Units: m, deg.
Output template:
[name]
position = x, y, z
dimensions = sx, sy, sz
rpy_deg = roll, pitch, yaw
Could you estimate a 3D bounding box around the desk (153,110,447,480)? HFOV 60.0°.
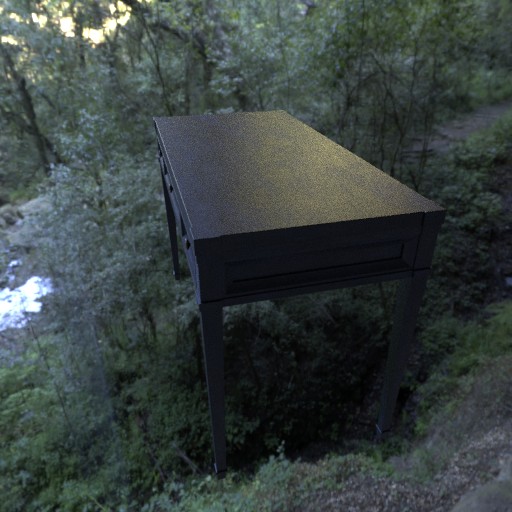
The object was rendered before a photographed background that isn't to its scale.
[desk]
position = 0.000, 0.000, 1.776
dimensions = 0.630, 0.861, 1.289
rpy_deg = -8, 30, -13
